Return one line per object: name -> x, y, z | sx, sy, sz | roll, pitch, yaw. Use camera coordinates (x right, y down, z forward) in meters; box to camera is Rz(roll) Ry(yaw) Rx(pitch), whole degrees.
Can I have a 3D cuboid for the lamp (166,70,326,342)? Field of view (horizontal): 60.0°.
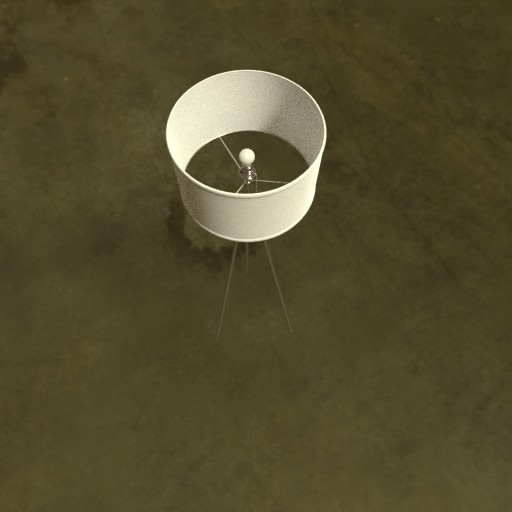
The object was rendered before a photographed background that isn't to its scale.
lamp -> 0.000, 0.000, 1.829 | 0.458, 1.545, 0.448 | 16, 66, 7
